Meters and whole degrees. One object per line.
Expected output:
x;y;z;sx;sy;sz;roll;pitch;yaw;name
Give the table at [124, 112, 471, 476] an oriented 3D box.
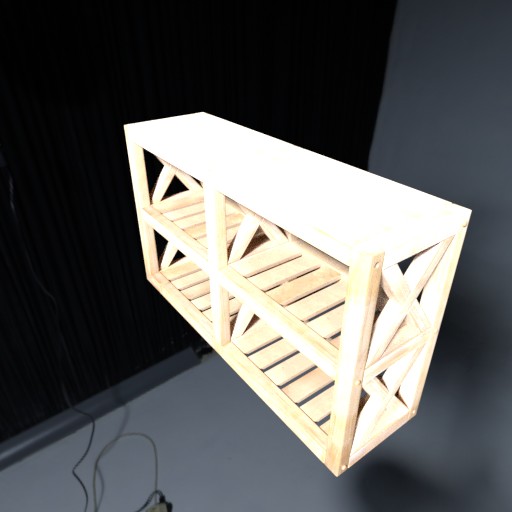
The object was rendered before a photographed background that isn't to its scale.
0.000;0.000;1.660;0.381;0.762;1.320;-21;37;-31;table
